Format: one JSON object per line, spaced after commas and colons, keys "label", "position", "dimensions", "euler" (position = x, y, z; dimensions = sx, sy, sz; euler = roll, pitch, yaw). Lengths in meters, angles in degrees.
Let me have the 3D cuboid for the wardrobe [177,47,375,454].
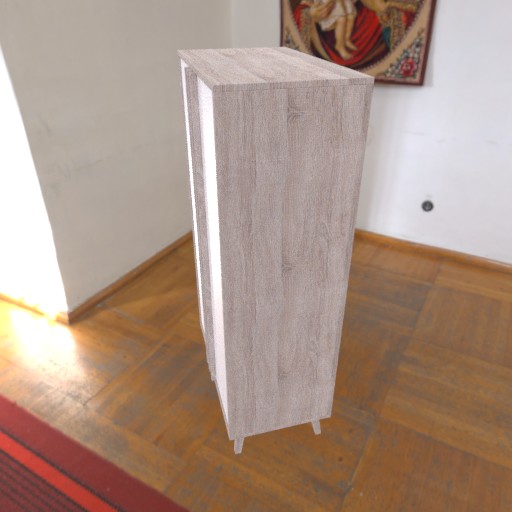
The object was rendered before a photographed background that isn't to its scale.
{"label": "wardrobe", "position": [0.000, 0.000, 2.416], "dimensions": [0.600, 1.960, 1.000], "euler": [-8, 32, -13]}
